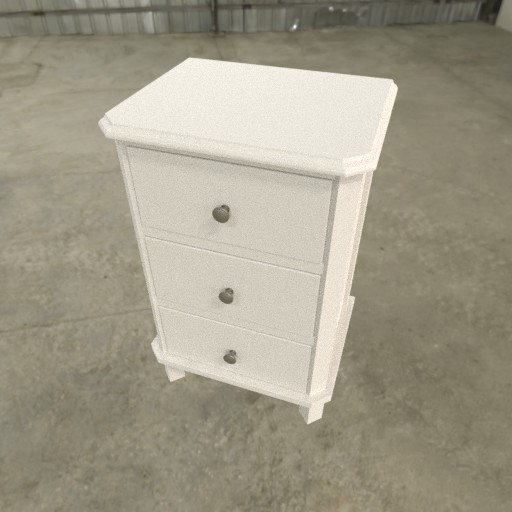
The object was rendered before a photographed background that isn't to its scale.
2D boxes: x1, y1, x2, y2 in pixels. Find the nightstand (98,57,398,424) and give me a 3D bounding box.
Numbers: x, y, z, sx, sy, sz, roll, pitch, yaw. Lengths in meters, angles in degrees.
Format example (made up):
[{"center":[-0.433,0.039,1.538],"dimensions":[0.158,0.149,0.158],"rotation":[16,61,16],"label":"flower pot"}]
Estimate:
[{"center":[0.000,0.000,0.957],"dimensions":[0.435,0.681,0.351],"rotation":[12,42,14],"label":"nightstand"}]
